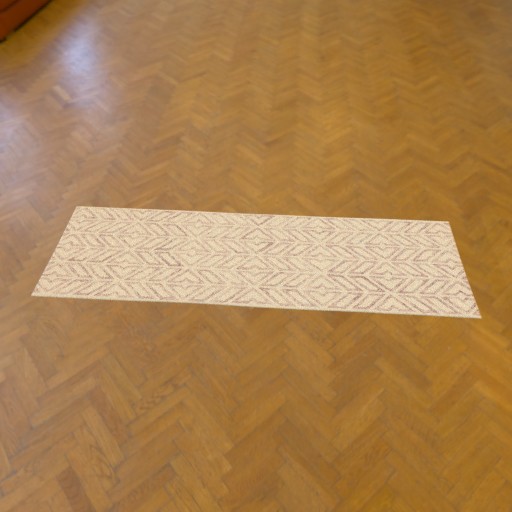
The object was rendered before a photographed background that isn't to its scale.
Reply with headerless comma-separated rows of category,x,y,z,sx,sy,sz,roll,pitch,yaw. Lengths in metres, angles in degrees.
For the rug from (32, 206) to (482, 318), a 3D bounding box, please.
rug,0.000,0.000,2.644,2.435,0.009,0.750,3,47,2
